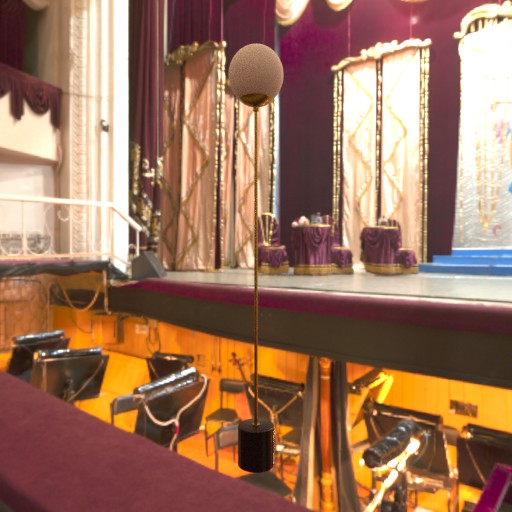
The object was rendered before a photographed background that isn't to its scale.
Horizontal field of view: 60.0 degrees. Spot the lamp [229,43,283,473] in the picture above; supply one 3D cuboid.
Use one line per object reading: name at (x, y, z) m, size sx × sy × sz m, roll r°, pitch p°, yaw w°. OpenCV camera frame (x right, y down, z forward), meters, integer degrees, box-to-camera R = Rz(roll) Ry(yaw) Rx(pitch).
lamp at (0.000, 0.000, 1.855) m, size 0.229 × 1.748 × 0.229 m, roll 0°, pitch 1°, yaw 36°
